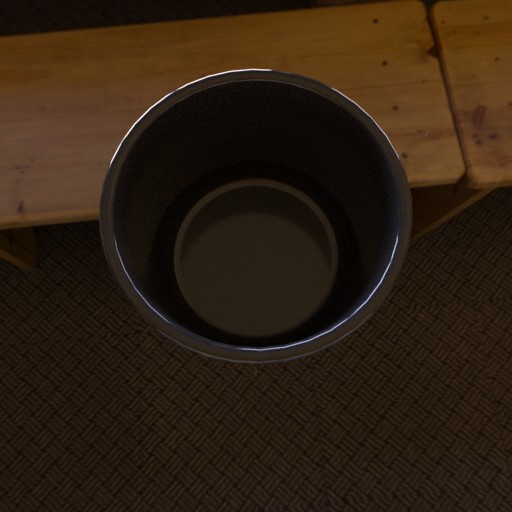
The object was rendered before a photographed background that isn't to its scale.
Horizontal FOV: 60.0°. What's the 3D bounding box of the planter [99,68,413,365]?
[{"bbox_3d":[0.000,0.000,0.402,0.196,0.264,0.196,-37,78,-9],"label":"planter"}]
